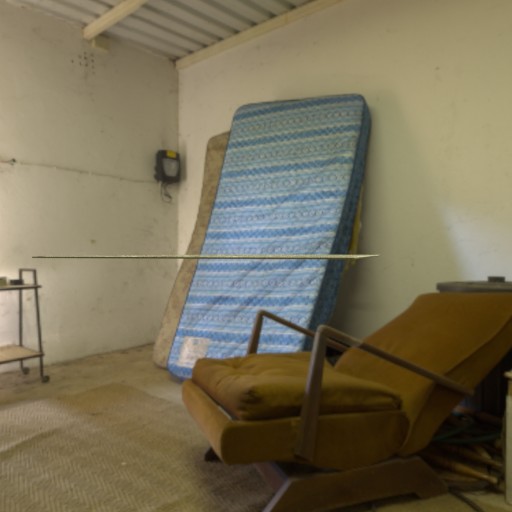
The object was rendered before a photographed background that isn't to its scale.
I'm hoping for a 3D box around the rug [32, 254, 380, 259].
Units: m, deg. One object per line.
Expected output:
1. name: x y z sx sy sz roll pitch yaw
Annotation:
1. rug: 0.000 0.000 2.956 1.522 0.008 2.284 0 0 18
